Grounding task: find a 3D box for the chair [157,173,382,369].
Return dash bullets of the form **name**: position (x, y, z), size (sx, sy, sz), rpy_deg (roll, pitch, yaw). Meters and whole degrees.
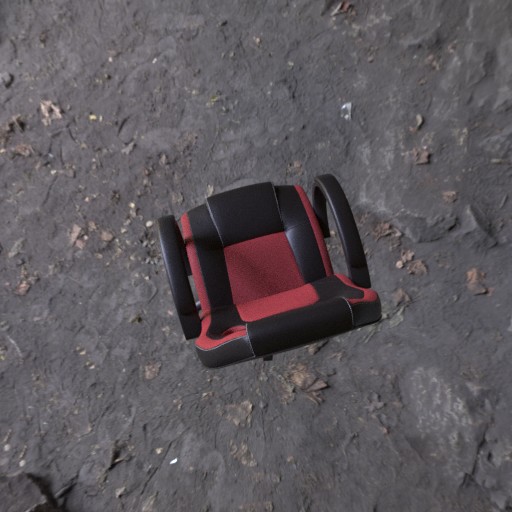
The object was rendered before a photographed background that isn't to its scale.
- **chair**: position (0.000, 0.000, 1.717), size (0.750, 1.189, 0.783), rpy_deg (-15, 76, -4)
